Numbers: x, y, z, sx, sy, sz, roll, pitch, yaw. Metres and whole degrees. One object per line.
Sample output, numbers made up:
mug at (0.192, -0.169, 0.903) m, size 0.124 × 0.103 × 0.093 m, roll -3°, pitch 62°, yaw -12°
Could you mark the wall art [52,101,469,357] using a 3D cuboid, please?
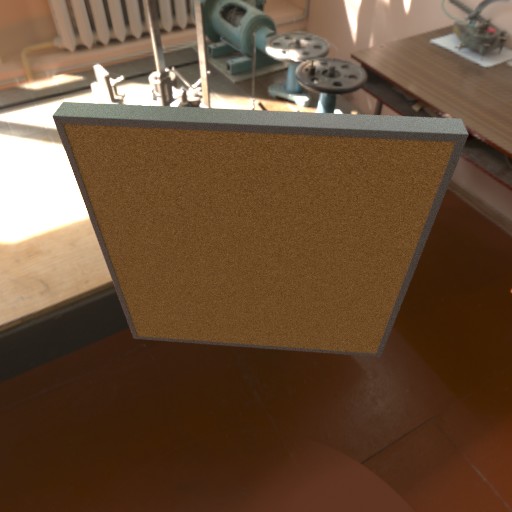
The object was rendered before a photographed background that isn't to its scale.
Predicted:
wall art at (0.000, 0.000, 0.506) m, size 0.349 × 0.349 × 0.028 m, roll 4°, pitch 47°, yaw 3°
